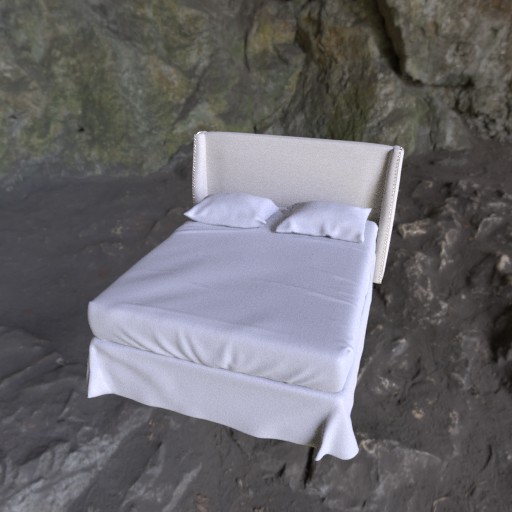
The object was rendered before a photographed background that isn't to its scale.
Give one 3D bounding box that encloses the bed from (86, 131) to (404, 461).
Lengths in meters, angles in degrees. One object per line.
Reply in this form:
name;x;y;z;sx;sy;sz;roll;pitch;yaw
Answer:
bed;0.000;0.000;3.397;1.925;1.332;2.276;9;29;16
